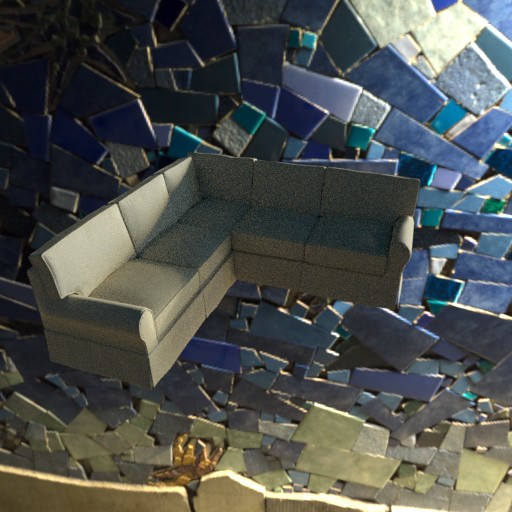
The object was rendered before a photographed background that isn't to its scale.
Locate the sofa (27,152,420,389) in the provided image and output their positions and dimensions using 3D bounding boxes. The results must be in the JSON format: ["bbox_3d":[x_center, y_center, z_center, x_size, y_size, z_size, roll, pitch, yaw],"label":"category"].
[{"bbox_3d":[0.000,0.000,3.941,2.597,1.070,2.591,10,31,17],"label":"sofa"}]
